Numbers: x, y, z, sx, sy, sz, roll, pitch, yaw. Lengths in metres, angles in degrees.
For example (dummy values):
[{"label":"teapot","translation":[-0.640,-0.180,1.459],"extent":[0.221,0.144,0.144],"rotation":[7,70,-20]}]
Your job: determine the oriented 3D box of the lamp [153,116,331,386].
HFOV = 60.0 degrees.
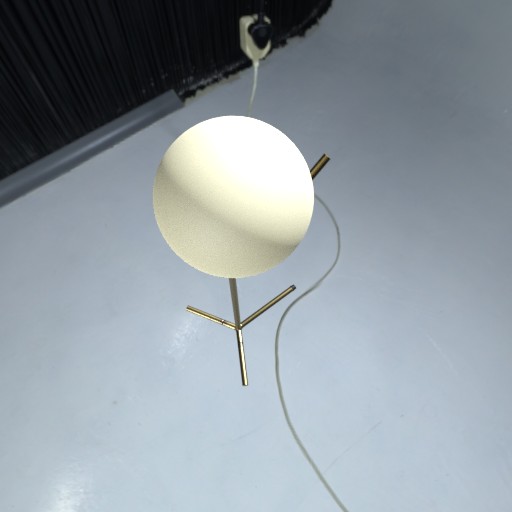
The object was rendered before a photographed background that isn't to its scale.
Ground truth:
[{"label":"lamp","translation":[0.000,0.000,0.692],"extent":[0.251,0.552,0.210],"rotation":[-34,68,-16]}]
